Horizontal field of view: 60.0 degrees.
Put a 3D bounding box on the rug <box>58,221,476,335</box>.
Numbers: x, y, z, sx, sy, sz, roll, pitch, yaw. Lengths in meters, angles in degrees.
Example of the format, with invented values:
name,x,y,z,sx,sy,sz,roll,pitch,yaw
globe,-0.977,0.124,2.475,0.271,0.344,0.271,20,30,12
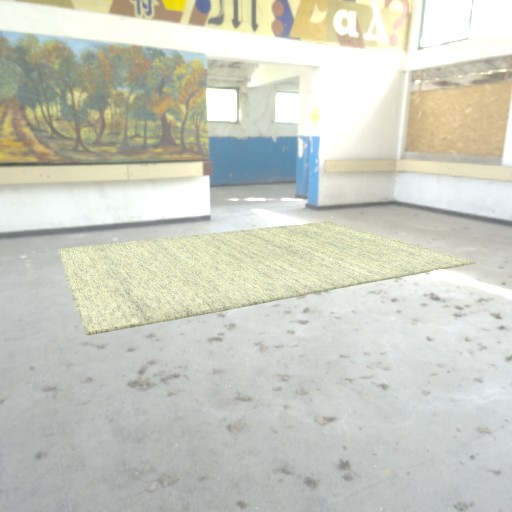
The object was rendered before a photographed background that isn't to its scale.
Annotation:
name,x,y,z,sx,sy,sz,roll,pitch,yaw
rug,0.000,0.000,2.335,1.846,0.014,1.243,-8,17,-26
